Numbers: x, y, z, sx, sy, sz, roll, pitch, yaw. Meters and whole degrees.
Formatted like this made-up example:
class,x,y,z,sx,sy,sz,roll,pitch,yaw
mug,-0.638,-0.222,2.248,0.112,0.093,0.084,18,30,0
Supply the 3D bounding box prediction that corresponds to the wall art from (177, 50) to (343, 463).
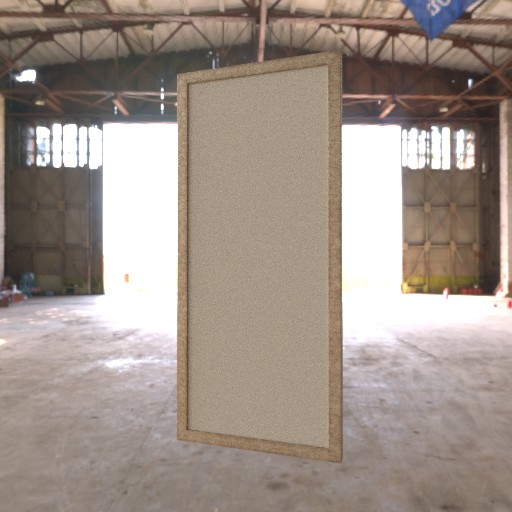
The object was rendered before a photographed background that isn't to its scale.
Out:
class,x,y,z,sx,sy,sz,roll,pitch,yaw
wall art,0.000,0.000,1.690,0.648,1.461,0.051,0,-1,18
